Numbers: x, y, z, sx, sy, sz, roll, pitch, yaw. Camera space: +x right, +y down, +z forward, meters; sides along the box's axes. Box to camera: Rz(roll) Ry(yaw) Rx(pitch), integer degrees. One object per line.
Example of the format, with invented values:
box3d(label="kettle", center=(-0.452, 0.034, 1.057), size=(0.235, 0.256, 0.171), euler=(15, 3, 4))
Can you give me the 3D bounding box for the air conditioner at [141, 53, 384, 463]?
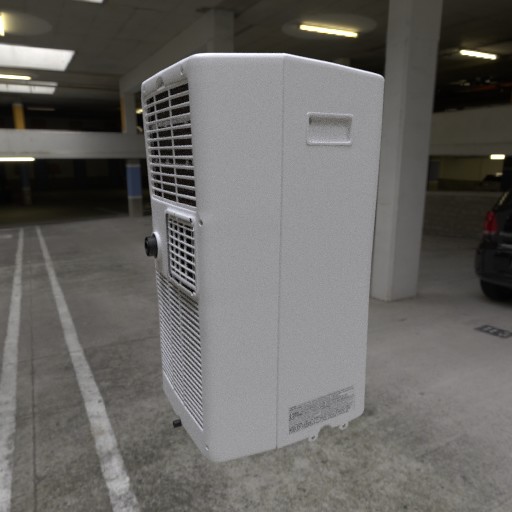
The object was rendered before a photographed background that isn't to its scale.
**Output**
box3d(label="air conditioner", center=(0.000, 0.000, 0.783), size=(0.349, 0.606, 0.304), euler=(-7, 15, -27))
